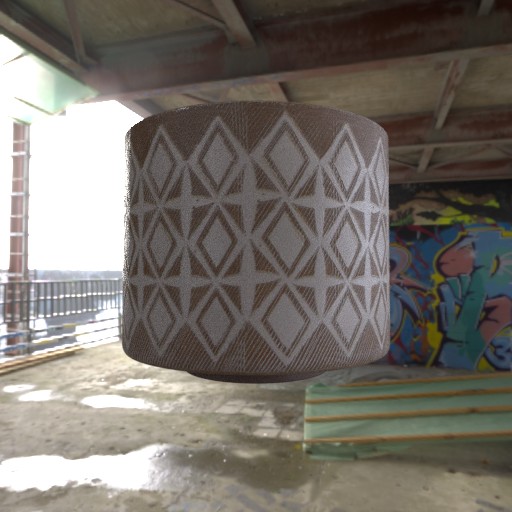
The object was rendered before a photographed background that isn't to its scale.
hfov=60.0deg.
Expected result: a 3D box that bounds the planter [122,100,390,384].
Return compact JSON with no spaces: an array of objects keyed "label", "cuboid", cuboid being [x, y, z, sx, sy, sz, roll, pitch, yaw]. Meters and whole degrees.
[{"label":"planter","cuboid":[0.000,0.000,0.335,0.193,0.165,0.193,0,-2,0]}]
